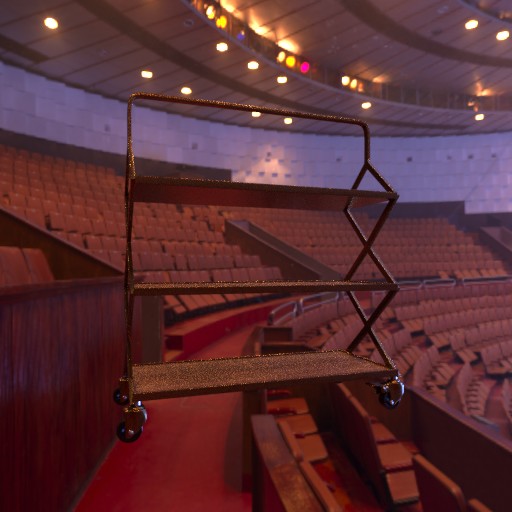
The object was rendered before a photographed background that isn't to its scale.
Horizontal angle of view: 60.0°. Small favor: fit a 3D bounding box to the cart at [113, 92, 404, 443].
[{"bbox_3d":[0.000,0.000,1.196,0.723,0.805,0.313,0,-1,-19],"label":"cart"}]
